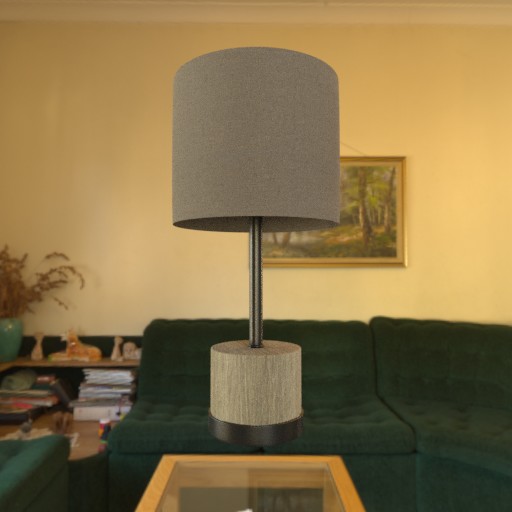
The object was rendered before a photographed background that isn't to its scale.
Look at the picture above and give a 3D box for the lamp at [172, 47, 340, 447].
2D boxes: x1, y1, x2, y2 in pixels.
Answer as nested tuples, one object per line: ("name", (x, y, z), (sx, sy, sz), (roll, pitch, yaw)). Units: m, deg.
("lamp", (0.000, 0.000, 0.611), (0.229, 0.470, 0.229), (1, -2, -17))
